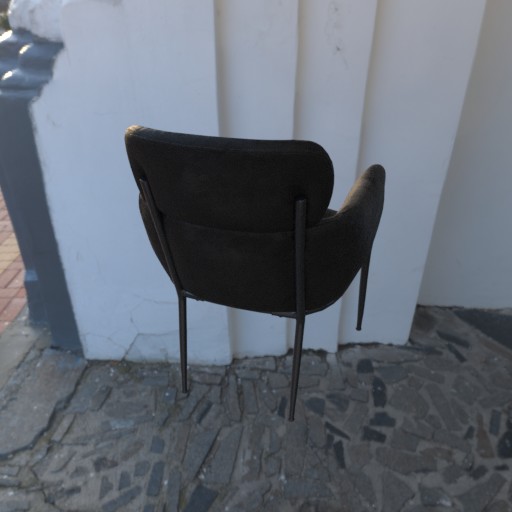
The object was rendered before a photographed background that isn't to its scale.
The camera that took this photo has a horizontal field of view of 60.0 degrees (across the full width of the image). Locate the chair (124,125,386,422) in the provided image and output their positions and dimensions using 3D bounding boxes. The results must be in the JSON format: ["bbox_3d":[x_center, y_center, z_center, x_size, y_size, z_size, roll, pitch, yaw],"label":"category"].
[{"bbox_3d":[0.000,0.000,1.246,0.640,0.818,0.604,9,32,16],"label":"chair"}]
